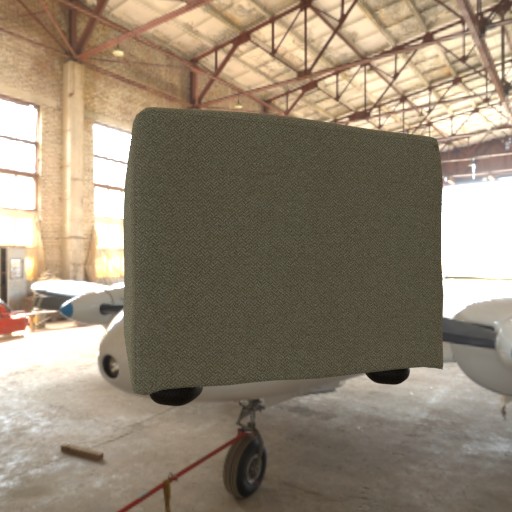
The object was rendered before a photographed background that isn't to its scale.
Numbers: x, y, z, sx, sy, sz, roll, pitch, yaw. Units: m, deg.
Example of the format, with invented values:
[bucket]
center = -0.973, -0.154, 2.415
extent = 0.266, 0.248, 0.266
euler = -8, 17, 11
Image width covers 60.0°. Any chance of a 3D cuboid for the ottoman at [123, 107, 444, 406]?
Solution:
[ottoman]
center = 0.000, 0.000, 0.906
extent = 0.512, 0.453, 0.521
euler = 0, -1, -18
